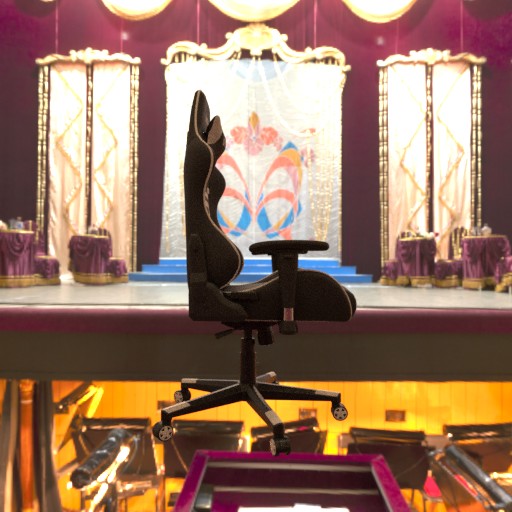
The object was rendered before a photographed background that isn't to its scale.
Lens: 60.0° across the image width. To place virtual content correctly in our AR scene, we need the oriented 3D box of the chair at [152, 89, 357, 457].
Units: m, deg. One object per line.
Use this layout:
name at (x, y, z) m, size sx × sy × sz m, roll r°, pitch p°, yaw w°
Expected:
chair at (0.000, 0.000, 1.695) m, size 0.700 × 1.240 × 0.700 m, roll 0°, pitch -1°, yaw 0°
